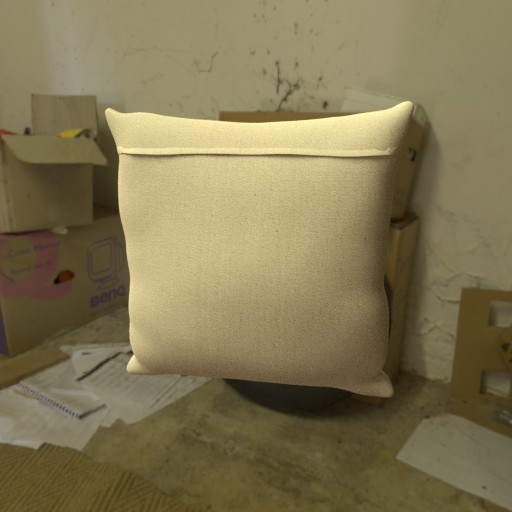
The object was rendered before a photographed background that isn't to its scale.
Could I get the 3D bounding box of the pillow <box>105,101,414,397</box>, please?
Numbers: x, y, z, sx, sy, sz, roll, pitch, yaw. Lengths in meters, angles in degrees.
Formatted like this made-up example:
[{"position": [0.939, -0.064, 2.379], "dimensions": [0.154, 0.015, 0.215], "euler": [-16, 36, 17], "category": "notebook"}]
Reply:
[{"position": [0.000, 0.000, 0.672], "dimensions": [0.440, 0.441, 0.182], "euler": [2, 17, 7], "category": "pillow"}]
